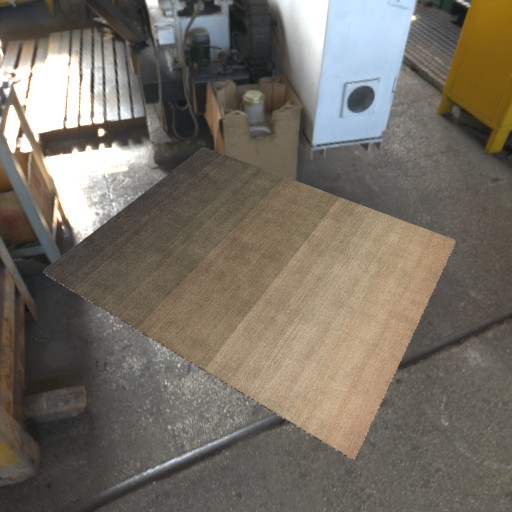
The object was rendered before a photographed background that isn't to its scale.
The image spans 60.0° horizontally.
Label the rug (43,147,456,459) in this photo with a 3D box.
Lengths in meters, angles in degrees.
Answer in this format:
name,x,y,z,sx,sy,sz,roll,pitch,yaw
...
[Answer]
name,x,y,z,sx,sy,sz,roll,pitch,yaw
rug,0.000,0.000,3.935,2.902,0.017,2.306,25,51,22
